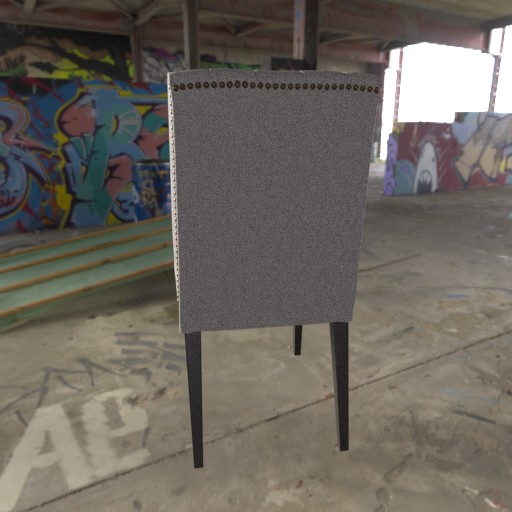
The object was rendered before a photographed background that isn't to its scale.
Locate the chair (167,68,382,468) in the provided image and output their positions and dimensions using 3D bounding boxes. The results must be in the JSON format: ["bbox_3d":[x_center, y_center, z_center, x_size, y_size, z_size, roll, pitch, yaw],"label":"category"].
[{"bbox_3d":[0.000,0.000,1.389,0.511,1.016,0.647,-3,16,-9],"label":"chair"}]
